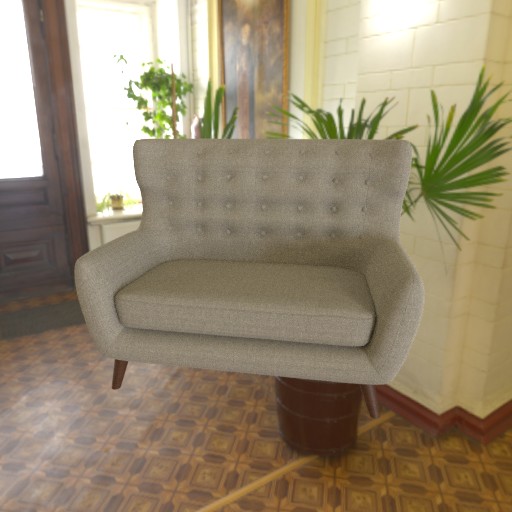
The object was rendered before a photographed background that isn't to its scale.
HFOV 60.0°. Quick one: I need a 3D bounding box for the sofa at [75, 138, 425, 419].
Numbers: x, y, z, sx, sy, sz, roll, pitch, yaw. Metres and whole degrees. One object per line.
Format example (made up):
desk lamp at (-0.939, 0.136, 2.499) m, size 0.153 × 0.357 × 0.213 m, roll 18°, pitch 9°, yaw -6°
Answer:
sofa at (0.000, 0.000, 2.035) m, size 1.386 × 1.028 × 0.884 m, roll 3°, pitch 16°, yaw 10°
